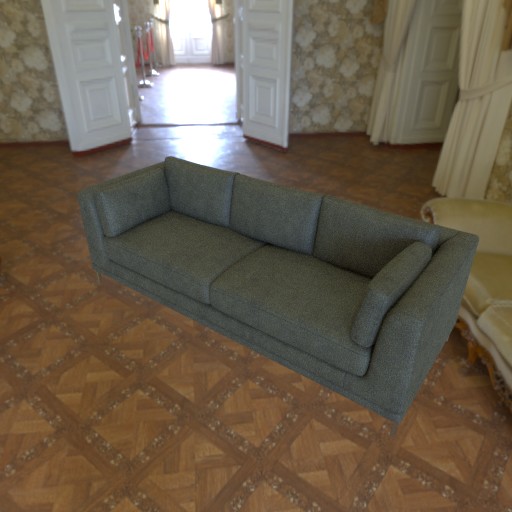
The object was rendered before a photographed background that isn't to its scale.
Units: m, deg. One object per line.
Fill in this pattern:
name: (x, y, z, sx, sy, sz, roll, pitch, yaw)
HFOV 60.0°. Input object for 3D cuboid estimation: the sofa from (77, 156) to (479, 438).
sofa: (0.000, 0.000, 2.926, 2.415, 0.867, 0.969, 20, 36, 31)
